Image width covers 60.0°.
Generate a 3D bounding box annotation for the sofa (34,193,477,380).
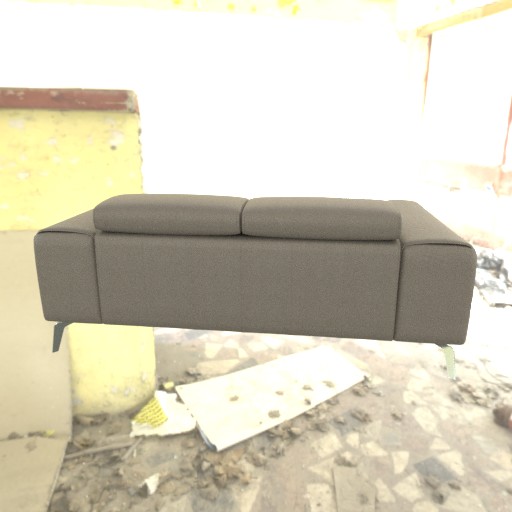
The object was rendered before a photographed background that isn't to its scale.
[{"bbox_3d":[0.000,0.000,2.403,1.930,0.753,1.024,2,17,7],"label":"sofa"}]
